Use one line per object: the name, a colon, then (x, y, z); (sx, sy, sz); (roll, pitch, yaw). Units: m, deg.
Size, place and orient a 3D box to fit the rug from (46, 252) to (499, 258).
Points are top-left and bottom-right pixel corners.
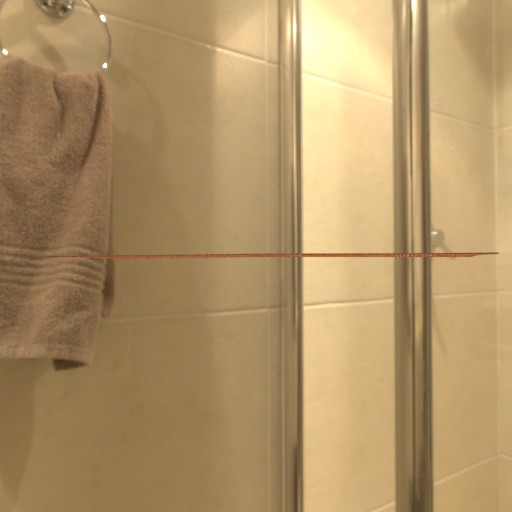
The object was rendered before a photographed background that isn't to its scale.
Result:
rug: (0.000, 0.000, 2.535); (2.353, 0.013, 0.718); (0, -1, 19)
